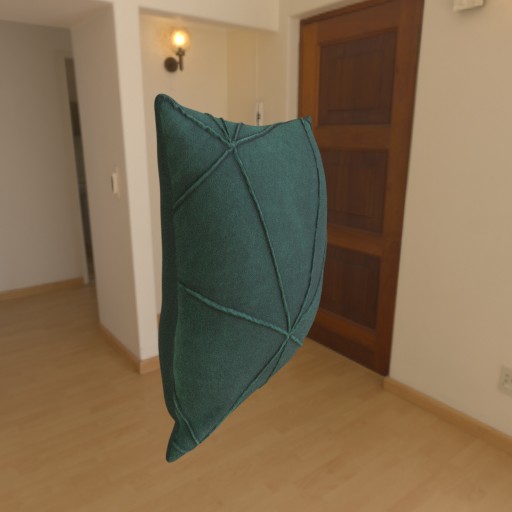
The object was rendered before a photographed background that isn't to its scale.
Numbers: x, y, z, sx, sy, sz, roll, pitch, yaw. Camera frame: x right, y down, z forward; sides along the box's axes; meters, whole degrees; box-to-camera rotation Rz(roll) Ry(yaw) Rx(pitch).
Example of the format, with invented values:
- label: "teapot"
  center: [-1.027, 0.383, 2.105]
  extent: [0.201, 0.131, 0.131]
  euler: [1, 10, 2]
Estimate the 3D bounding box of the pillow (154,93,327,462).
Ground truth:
- label: "pillow"
  center: [0.000, 0.000, 0.681]
  extent: [0.184, 0.440, 0.439]
  euler: [8, 17, 27]
